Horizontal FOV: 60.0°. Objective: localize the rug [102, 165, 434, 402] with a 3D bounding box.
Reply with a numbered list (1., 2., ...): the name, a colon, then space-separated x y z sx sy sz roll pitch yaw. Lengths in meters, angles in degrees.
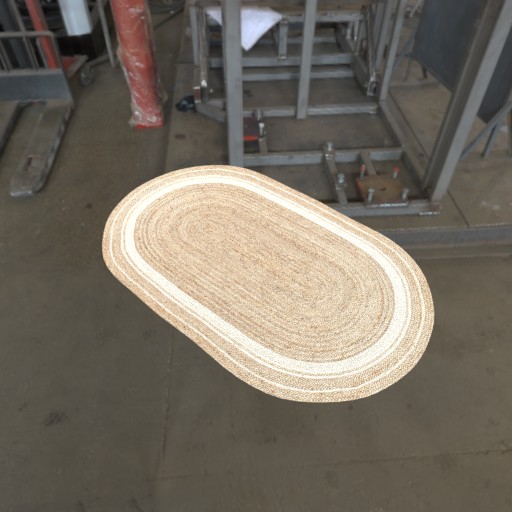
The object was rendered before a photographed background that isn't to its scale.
1. rug: 0.000 0.000 3.036 2.432 0.006 1.520 32 54 27
